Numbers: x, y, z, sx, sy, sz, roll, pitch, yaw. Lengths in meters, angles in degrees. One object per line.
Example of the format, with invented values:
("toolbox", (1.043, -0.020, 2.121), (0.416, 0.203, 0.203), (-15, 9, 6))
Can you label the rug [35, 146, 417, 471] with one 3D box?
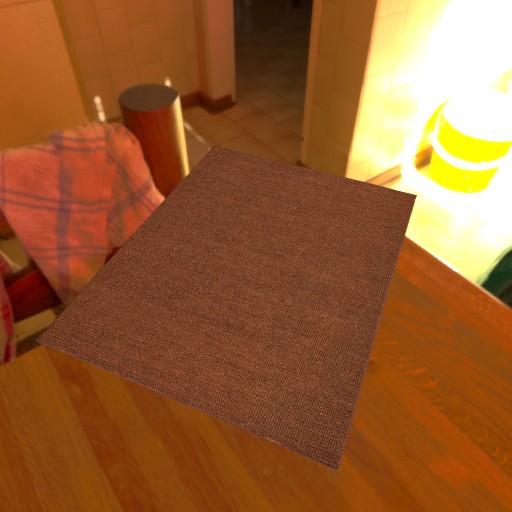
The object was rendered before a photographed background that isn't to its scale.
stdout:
("rug", (0.000, 0.000, 4.113), (2.456, 0.021, 3.068), (17, 48, 16))
